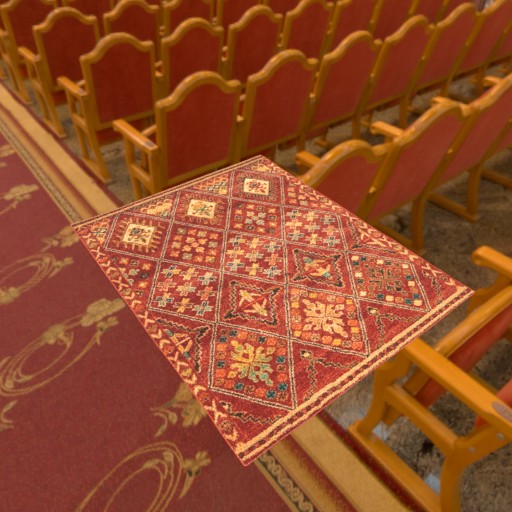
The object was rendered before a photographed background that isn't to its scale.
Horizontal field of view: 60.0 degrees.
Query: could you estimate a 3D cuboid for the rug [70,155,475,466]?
[{"bbox_3d":[0.000,0.000,4.224,2.489,0.030,3.086,-27,48,-27],"label":"rug"}]
